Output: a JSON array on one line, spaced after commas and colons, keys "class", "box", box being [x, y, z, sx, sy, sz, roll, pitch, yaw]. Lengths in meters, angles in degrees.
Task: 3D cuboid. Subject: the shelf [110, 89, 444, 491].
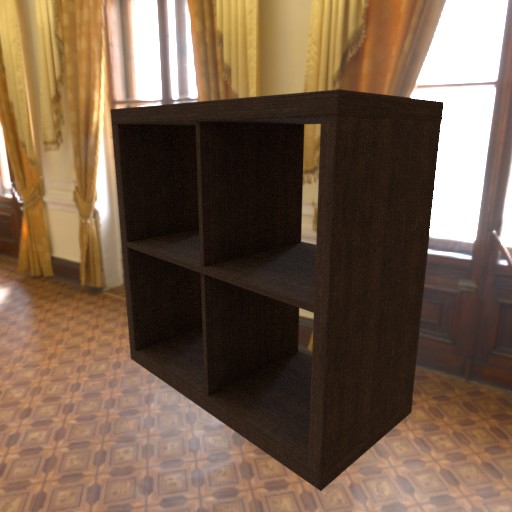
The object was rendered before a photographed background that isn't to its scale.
[{"class": "shelf", "box": [0.000, 0.000, 1.223, 0.390, 0.786, 0.790, -14, 21, -42]}]
